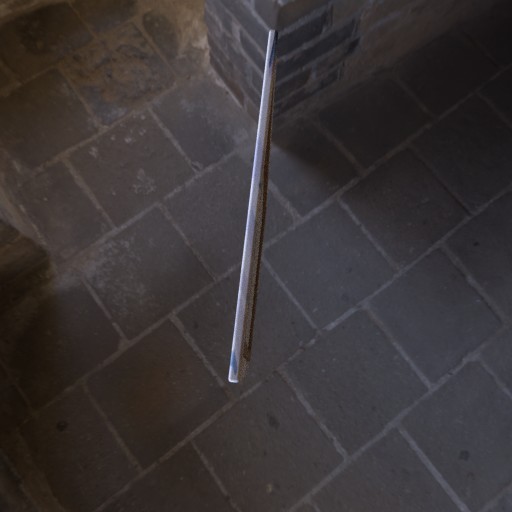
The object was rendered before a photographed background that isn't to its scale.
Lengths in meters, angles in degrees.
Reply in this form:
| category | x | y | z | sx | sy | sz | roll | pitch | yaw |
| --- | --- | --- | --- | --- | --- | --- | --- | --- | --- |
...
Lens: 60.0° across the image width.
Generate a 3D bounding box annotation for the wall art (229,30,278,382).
| category | x | y | z | sx | sy | sz | roll | pitch | yaw |
| --- | --- | --- | --- | --- | --- | --- | --- | --- | --- |
| wall art | 0.000 | 0.000 | 1.161 | 0.016 | 0.914 | 0.610 | 6 | 76 | 1 |
